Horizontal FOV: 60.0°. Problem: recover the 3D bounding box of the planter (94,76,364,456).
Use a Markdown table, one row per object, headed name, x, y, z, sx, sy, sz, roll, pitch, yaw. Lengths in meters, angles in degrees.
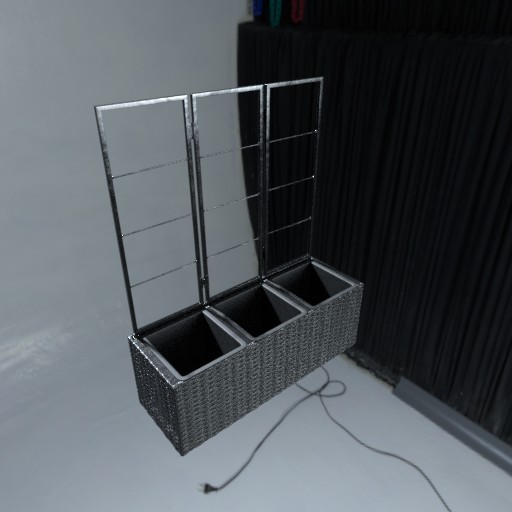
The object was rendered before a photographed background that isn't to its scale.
| name | x | y | z | sx | sy | sz | roll | pitch | yaw |
| --- | --- | --- | --- | --- | --- | --- | --- | --- | --- |
| planter | 0.000 | 0.000 | 1.212 | 0.698 | 0.841 | 0.244 | -22 | 36 | -34 |
